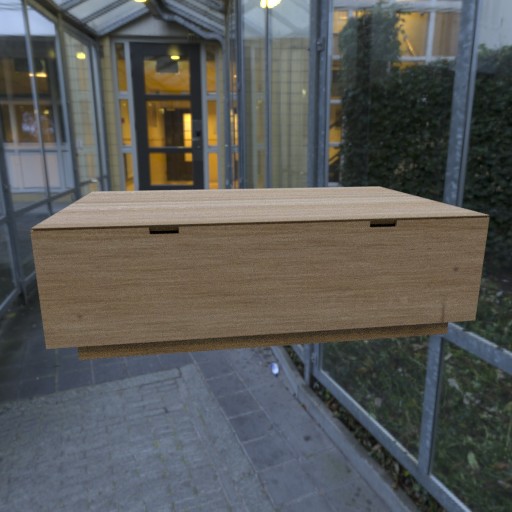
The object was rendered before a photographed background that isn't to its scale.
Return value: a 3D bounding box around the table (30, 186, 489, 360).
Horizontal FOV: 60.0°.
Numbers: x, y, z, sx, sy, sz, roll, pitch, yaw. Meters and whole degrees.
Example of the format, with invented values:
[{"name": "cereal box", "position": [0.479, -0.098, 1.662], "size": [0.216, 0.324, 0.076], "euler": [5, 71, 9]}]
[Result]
[{"name": "table", "position": [0.000, 0.000, 1.425], "size": [1.110, 0.353, 0.678], "euler": [-2, 15, -8]}]
